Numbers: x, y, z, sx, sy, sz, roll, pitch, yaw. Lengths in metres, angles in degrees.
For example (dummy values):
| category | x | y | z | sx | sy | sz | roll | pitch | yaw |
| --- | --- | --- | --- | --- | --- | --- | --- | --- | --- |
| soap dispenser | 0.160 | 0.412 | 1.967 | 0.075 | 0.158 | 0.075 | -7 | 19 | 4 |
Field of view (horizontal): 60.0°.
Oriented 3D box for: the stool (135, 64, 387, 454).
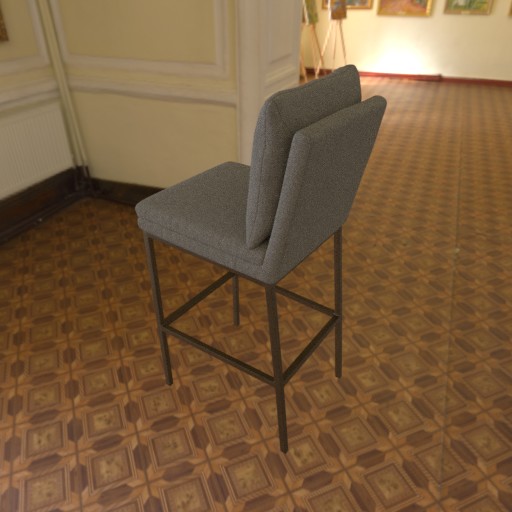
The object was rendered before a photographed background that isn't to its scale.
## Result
| category | x | y | z | sx | sy | sz | roll | pitch | yaw |
| --- | --- | --- | --- | --- | --- | --- | --- | --- | --- |
| stool | 0.000 | 0.000 | 1.434 | 0.569 | 1.132 | 0.463 | 21 | 37 | 29 |
